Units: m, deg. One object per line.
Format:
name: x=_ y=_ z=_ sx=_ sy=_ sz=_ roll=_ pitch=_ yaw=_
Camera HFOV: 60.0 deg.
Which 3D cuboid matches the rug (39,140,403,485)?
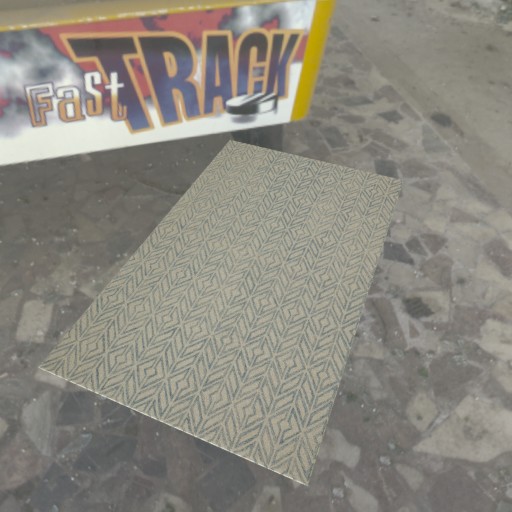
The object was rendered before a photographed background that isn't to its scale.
rug: x=0.000 y=0.000 z=2.966 sx=1.526 sy=0.008 sz=2.441 roll=17 pitch=49 yaw=15
